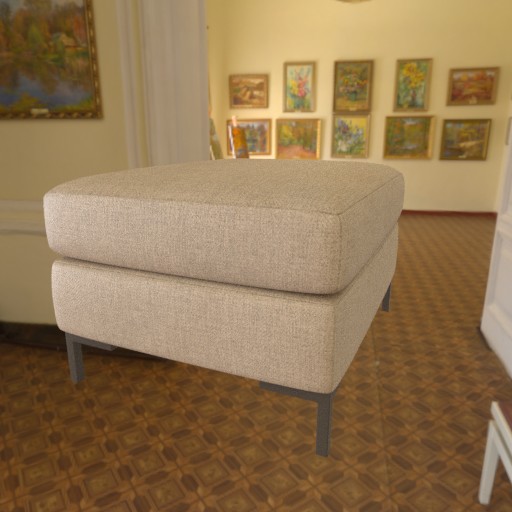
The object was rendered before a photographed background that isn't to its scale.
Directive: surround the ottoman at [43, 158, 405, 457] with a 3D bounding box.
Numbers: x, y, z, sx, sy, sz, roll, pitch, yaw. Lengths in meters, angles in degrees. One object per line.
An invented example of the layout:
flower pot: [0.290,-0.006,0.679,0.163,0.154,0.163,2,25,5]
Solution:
ottoman: [0.000,0.000,1.193,0.671,0.490,0.820,7,17,23]
